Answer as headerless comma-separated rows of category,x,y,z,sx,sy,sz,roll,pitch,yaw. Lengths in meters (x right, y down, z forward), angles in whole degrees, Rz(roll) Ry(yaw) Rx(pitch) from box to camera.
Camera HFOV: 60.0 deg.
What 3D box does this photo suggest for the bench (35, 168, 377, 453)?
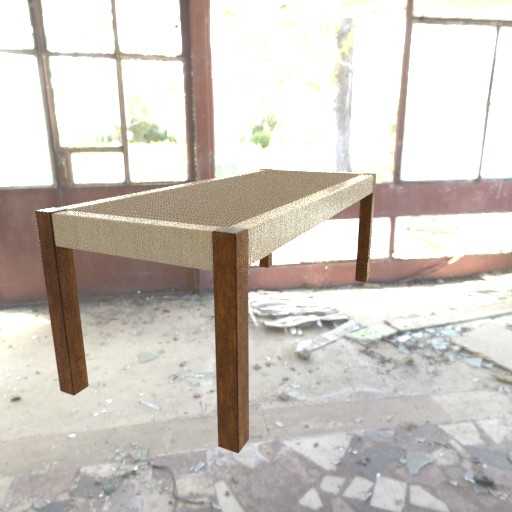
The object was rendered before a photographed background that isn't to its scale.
bench,0.000,0.000,1.456,0.507,0.457,1.198,8,18,25
